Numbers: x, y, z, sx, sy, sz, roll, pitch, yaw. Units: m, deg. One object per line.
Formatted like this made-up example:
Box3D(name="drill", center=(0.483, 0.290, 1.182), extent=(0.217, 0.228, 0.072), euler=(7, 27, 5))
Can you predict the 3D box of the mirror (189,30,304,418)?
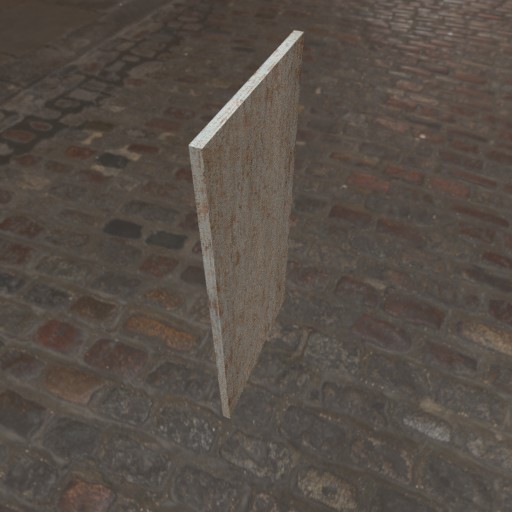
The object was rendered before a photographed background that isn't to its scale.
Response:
Box3D(name="mirror", center=(0.000, 0.000, 1.121), extent=(0.027, 0.922, 0.472), euler=(17, 49, 15))
